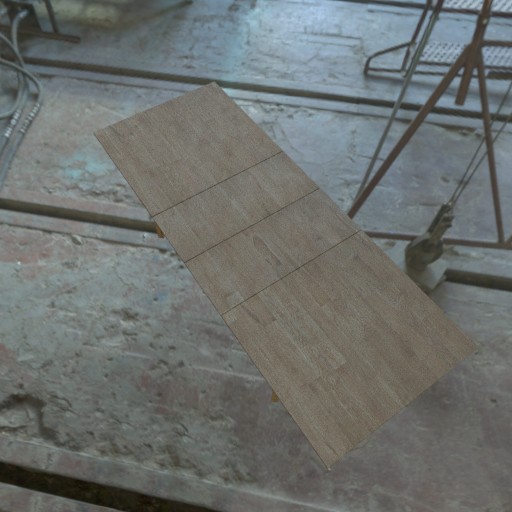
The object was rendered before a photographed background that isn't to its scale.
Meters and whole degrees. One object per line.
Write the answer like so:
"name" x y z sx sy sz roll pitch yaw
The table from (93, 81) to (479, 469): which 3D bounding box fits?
"table" 0.000 0.000 3.020 1.000 0.752 2.603 -30 63 -17
